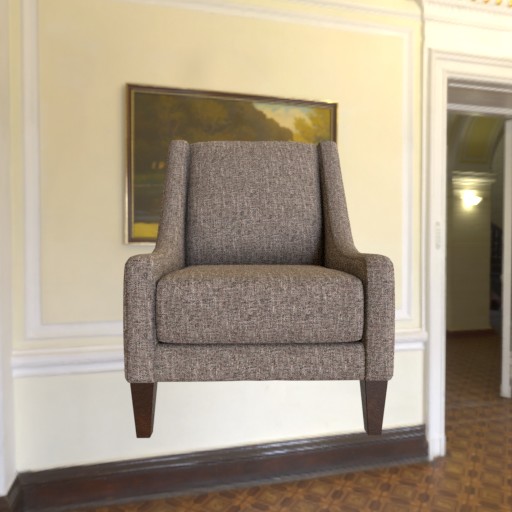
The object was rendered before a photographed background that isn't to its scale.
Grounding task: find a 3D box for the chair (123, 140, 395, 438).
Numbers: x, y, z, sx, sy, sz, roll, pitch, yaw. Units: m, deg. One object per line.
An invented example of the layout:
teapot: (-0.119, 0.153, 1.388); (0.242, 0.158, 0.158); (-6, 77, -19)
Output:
chair: (0.000, 0.000, 1.629); (0.774, 1.014, 0.870); (0, 2, -2)
